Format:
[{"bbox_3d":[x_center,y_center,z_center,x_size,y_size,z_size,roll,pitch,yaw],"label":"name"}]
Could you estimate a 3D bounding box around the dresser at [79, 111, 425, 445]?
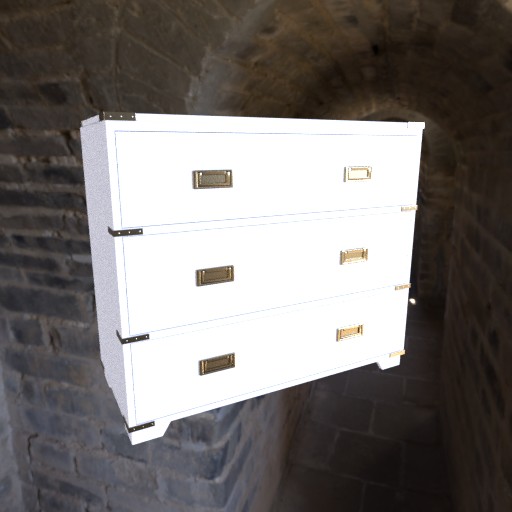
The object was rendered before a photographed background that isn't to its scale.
[{"bbox_3d":[0.000,0.000,1.538,1.022,0.891,0.460,-7,16,-27],"label":"dresser"}]
